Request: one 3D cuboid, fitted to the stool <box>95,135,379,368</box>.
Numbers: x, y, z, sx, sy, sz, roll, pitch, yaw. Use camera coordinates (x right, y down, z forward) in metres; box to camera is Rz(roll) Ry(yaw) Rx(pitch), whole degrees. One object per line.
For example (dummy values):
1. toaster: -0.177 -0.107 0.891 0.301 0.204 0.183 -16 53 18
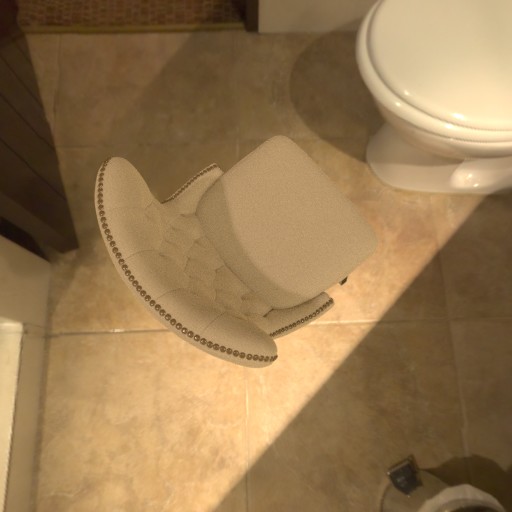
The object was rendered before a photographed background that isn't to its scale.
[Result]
1. stool: 0.000 0.000 1.308 0.593 0.971 0.528 -38 79 -9
